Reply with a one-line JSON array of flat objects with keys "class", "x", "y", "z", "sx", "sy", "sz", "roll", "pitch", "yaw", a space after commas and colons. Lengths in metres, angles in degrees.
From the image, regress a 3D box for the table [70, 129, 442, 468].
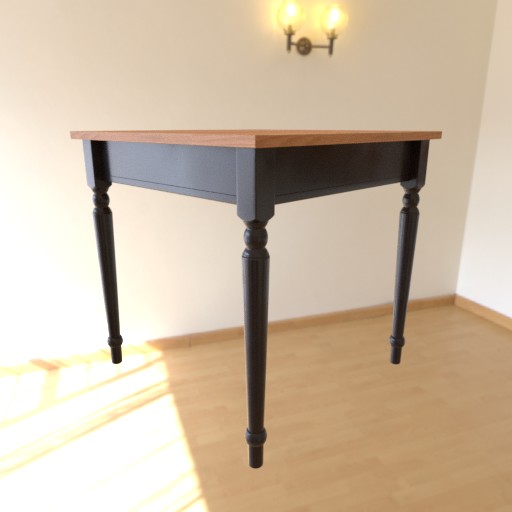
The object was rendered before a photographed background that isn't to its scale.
[{"class": "table", "x": 0.000, "y": 0.000, "z": 1.360, "sx": 0.747, "sy": 0.738, "sz": 0.747, "roll": -16, "pitch": 23, "yaw": -43}]
